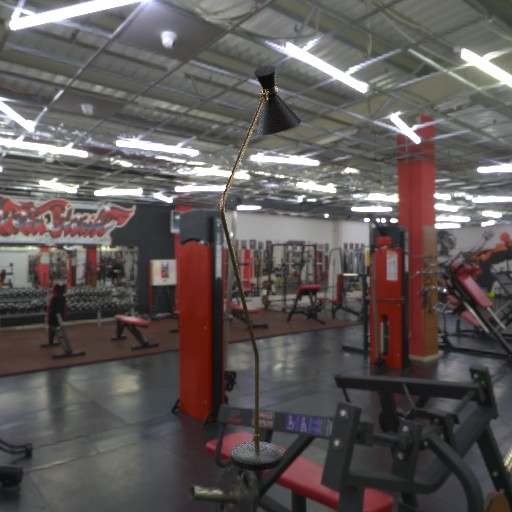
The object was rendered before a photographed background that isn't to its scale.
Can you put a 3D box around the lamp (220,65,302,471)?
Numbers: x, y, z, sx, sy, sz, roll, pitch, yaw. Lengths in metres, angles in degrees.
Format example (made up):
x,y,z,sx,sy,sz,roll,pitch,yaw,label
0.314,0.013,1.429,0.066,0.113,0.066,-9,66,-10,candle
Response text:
x,y,z,sx,sy,sz,roll,pitch,yaw,label
0.000,0.000,1.637,0.467,1.438,0.277,1,-1,-37,lamp
